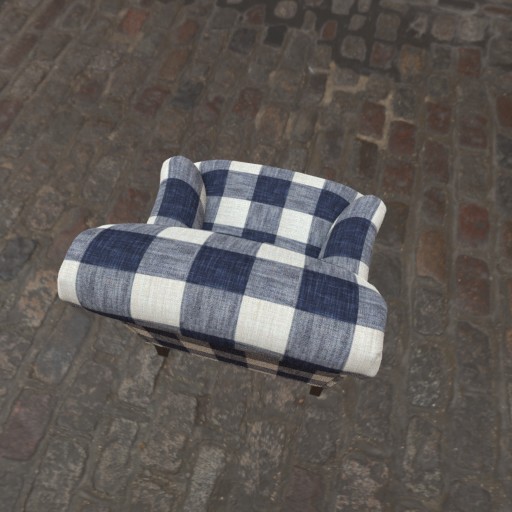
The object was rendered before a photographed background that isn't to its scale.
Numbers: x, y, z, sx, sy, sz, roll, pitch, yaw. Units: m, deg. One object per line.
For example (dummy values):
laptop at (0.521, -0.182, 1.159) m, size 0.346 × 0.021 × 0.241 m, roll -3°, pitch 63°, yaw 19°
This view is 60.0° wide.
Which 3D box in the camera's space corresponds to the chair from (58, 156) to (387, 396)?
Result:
chair at (0.000, 0.000, 1.518) m, size 0.781 × 0.953 × 0.848 m, roll 13°, pitch 64°, yaw 6°
